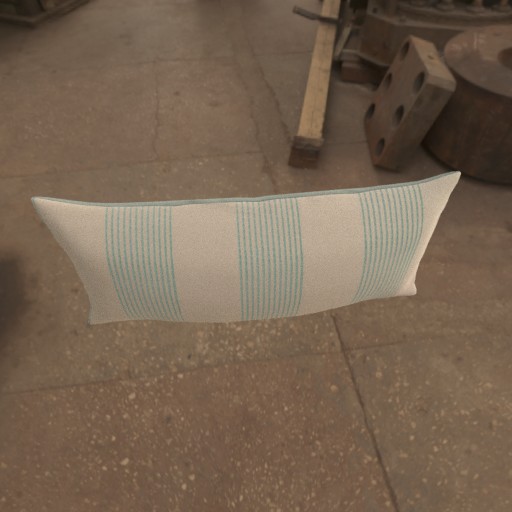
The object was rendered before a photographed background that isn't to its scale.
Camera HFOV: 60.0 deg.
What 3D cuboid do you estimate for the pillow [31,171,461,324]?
[{"bbox_3d":[0.000,0.000,0.719,0.610,0.287,0.151,-4,47,-4],"label":"pillow"}]
